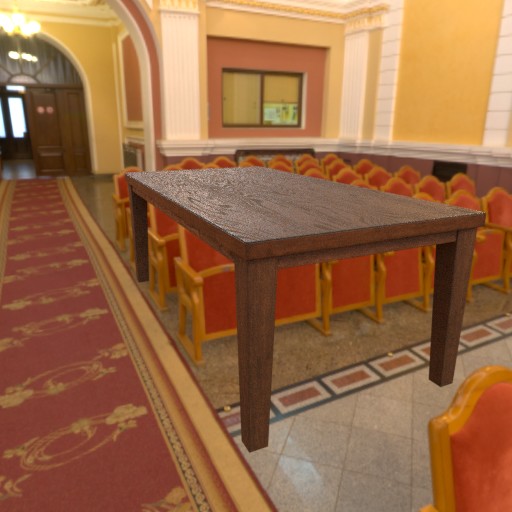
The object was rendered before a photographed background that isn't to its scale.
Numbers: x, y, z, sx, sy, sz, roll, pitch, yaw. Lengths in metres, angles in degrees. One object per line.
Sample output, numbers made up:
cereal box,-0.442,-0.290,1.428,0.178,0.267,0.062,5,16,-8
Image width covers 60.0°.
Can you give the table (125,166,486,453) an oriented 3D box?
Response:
table,0.000,0.000,2.454,1.016,0.762,1.981,-8,19,-24
